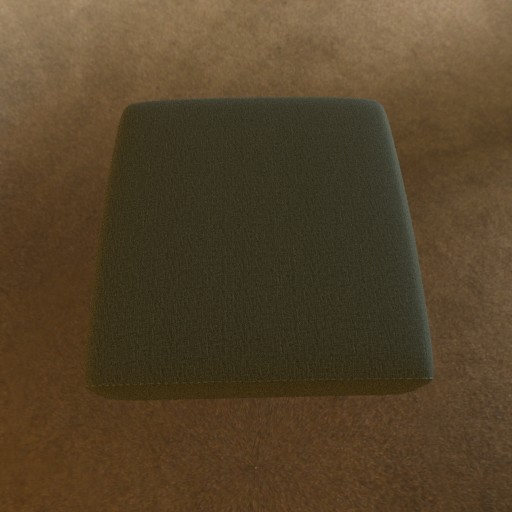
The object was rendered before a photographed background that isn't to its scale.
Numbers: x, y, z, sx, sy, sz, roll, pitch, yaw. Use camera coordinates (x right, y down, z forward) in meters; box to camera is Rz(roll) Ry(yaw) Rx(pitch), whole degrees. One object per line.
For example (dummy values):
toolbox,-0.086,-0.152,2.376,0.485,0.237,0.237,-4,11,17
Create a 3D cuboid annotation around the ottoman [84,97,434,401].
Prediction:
ottoman,0.000,0.000,1.042,0.649,0.398,0.650,-1,64,0
